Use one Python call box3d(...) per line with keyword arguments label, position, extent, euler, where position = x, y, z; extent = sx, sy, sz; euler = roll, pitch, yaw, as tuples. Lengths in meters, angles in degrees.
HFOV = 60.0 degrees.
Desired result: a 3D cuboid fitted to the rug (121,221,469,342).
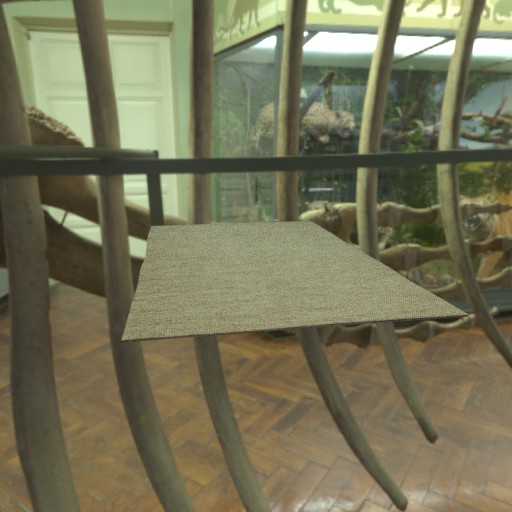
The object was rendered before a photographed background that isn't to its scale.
box3d(label="rug", position=(0.000, 0.000, 3.038), extent=(1.533, 0.011, 2.439), euler=(-3, 15, -10))
